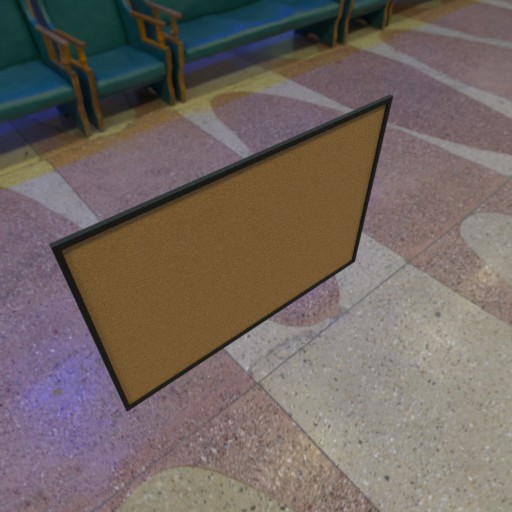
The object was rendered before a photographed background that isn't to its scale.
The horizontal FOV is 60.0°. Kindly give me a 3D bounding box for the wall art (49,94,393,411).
[{"bbox_3d":[0.000,0.000,1.259,0.963,0.665,0.013,-30,52,-26],"label":"wall art"}]
